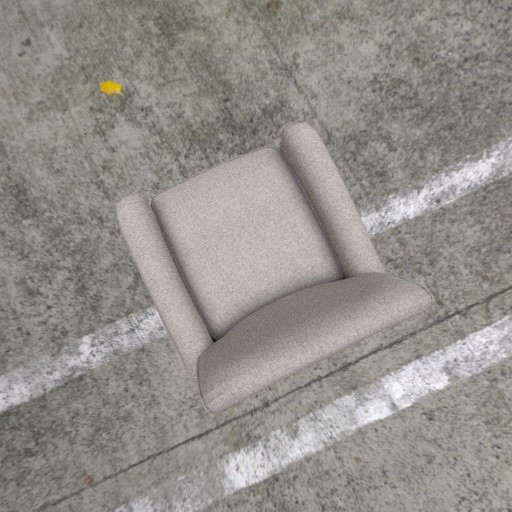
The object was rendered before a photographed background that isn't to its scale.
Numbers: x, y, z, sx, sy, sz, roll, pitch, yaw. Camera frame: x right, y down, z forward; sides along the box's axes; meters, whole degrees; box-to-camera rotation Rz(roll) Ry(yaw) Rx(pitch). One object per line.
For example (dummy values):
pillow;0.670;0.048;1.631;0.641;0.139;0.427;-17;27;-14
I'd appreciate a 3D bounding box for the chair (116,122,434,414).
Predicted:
chair;0.000;0.000;1.695;0.848;1.014;0.864;-25;78;-6
